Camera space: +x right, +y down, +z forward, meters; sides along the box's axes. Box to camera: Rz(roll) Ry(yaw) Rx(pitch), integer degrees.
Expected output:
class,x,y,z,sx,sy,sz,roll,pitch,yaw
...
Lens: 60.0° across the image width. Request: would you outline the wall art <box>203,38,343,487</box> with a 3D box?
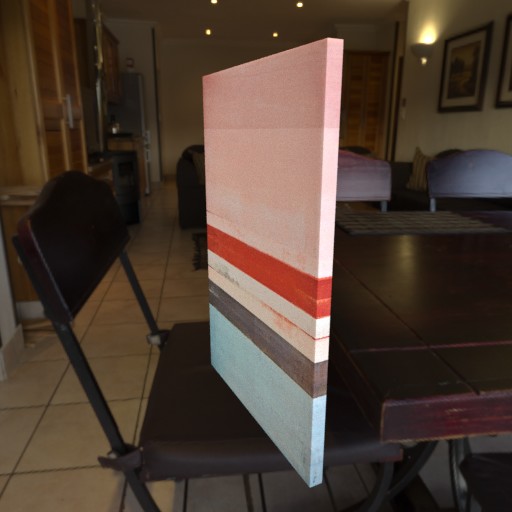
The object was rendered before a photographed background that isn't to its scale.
class,x,y,z,sx,sy,sz,roll,pitch,yaw
wall art,0.000,0.000,1.134,0.038,0.914,0.610,-8,17,-25
